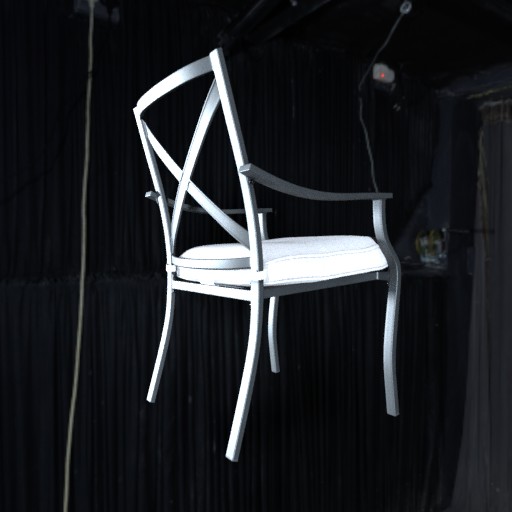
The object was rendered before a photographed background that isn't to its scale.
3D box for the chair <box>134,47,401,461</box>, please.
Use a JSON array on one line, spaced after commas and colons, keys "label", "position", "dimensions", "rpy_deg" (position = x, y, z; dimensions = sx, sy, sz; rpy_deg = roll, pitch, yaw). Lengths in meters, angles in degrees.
[{"label": "chair", "position": [0.000, 0.000, 1.289], "dimensions": [0.620, 0.889, 0.575], "rpy_deg": [-1, 1, -36]}]
